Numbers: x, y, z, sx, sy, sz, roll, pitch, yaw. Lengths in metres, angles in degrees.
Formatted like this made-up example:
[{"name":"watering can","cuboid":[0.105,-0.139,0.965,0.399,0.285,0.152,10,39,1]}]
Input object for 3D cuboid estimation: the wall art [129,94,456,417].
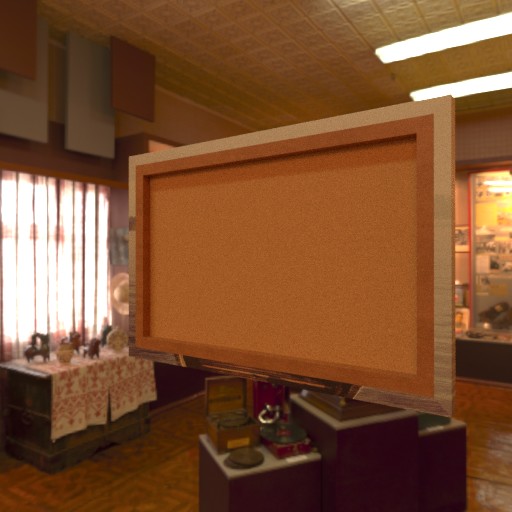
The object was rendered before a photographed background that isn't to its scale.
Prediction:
[{"name":"wall art","cuboid":[0.000,0.000,1.106,0.916,0.609,0.037,0,0,34]}]
